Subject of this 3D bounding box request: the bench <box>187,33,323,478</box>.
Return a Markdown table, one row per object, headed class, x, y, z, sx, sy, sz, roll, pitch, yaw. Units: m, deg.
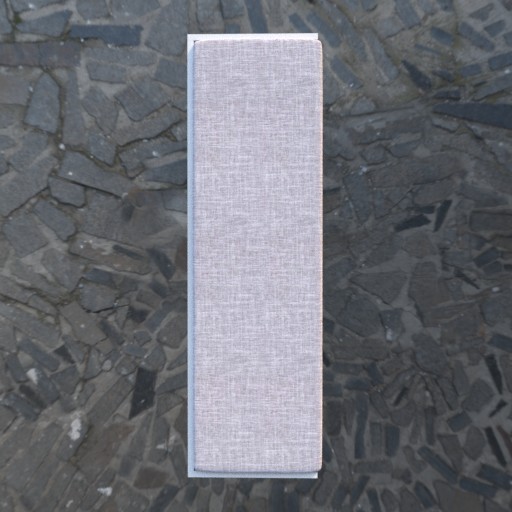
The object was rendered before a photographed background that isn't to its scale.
| class | x | y | z | sx | sy | sz | roll | pitch | yaw |
| --- | --- | --- | --- | --- | --- | --- | --- | --- | --- |
| bench | 0.000 | 0.000 | 1.400 | 0.363 | 0.453 | 1.196 | 0 | 90 | 1 |
